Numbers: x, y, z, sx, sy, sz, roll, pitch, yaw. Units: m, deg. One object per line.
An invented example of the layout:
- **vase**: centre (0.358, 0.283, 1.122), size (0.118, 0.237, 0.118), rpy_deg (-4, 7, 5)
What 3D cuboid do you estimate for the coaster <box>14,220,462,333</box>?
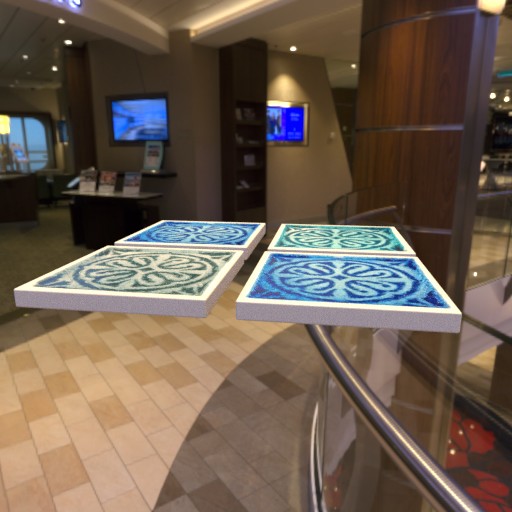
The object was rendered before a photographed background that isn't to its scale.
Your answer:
- **coaster**: centre (0.000, 0.000, 0.315), size (0.219, 0.010, 0.214), rpy_deg (2, 14, 9)
